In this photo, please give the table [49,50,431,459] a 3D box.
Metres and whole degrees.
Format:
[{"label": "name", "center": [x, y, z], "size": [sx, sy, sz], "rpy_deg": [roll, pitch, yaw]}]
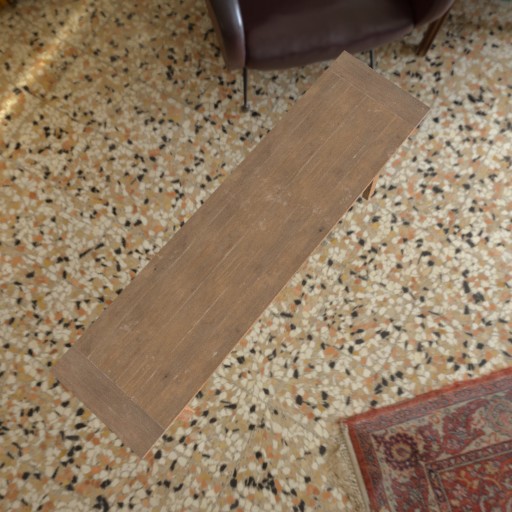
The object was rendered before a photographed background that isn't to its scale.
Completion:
[{"label": "table", "center": [0.000, 0.000, 2.145], "size": [0.465, 0.810, 1.800], "rpy_deg": [39, 78, 10]}]
